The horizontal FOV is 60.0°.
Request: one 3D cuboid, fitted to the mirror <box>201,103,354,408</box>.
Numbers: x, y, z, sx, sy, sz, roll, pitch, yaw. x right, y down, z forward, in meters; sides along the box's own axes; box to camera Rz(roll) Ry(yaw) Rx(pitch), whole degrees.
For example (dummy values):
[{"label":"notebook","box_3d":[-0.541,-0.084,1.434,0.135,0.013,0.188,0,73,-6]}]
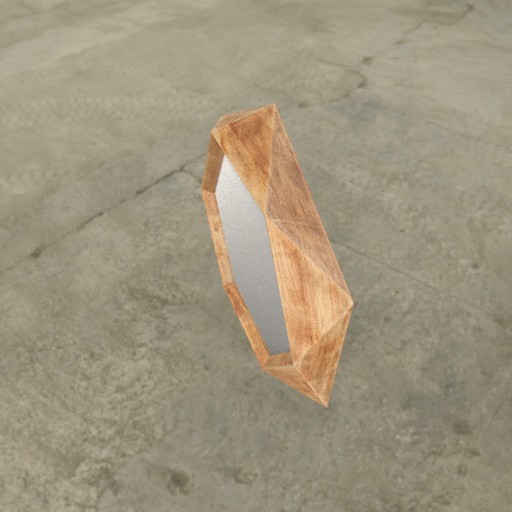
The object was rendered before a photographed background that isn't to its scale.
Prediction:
[{"label":"mirror","box_3d":[0.000,0.000,1.087,0.091,0.779,0.675,-16,48,-15]}]
